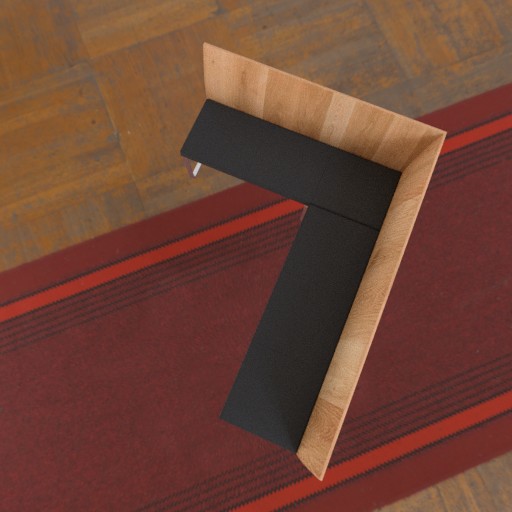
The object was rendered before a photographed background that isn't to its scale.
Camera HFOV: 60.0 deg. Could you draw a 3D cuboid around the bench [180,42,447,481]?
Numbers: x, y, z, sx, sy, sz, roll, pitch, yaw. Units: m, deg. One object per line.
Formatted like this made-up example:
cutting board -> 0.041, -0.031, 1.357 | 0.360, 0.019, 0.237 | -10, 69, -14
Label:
bench -> 0.000, 0.000, 2.788 | 1.495, 0.930, 1.945 | 23, 77, 5
